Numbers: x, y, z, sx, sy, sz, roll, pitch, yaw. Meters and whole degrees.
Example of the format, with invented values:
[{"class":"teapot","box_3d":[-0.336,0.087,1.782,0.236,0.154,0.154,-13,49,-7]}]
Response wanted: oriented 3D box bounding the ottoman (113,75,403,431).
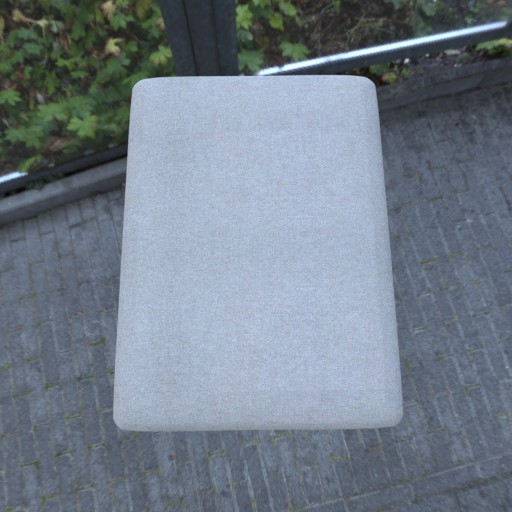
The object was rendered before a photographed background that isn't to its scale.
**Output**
[{"class":"ottoman","box_3d":[0.000,0.000,1.170,0.610,0.478,0.823,-1,77,0]}]
